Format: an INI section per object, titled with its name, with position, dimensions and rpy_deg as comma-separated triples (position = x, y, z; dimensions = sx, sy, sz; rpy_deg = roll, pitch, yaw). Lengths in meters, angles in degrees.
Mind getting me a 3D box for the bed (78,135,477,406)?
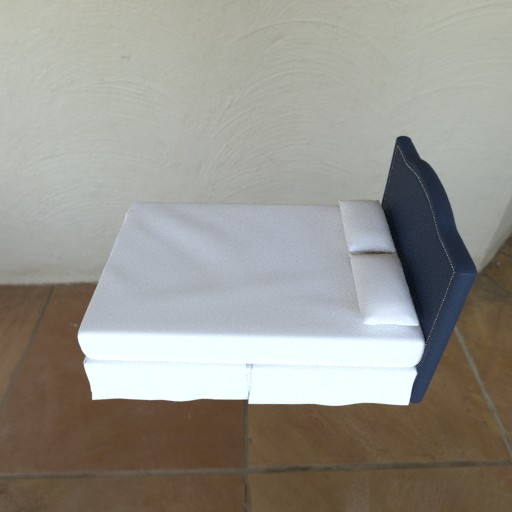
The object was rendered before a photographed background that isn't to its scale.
[bed]
position = 0.000, 0.000, 3.495
dimensions = 2.507, 1.441, 1.741
rpy_deg = 1, 41, 1
